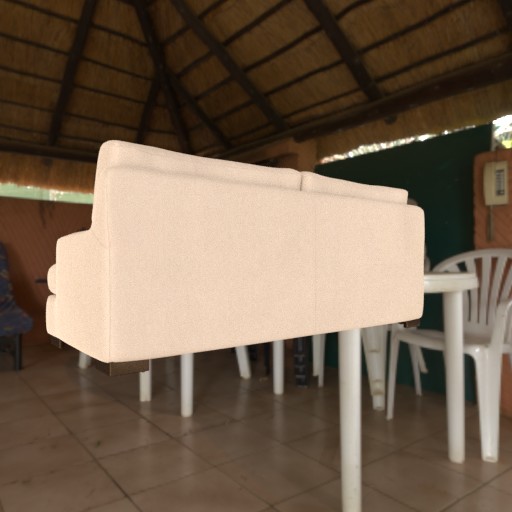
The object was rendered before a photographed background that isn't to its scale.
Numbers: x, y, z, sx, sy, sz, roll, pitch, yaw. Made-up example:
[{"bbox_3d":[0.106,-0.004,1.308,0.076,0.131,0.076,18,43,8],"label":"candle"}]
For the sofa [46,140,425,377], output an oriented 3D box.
[{"bbox_3d":[0.000,0.000,2.630,2.147,0.925,0.929,0,-1,-38],"label":"sofa"}]
